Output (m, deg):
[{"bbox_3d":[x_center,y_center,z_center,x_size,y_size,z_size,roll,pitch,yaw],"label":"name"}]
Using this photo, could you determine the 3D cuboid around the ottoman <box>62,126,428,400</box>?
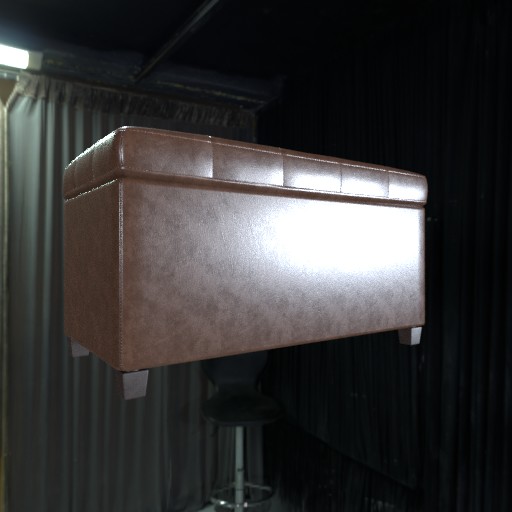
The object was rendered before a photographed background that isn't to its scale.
[{"bbox_3d":[0.000,0.000,1.121,0.838,0.470,0.432,0,1,-35],"label":"ottoman"}]
